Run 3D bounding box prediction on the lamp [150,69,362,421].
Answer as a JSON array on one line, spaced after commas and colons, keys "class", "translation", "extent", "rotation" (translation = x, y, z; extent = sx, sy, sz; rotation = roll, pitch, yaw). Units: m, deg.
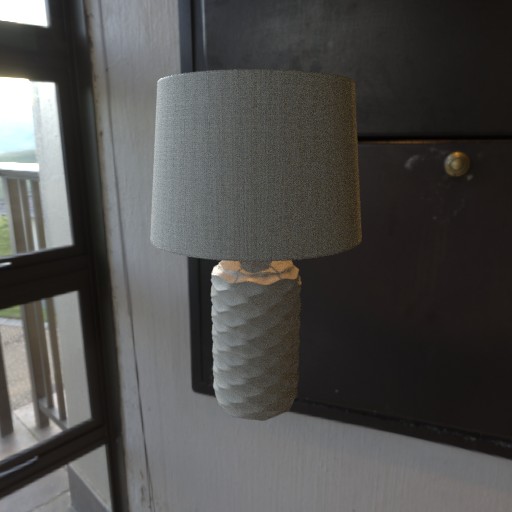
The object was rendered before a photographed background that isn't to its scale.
[{"class": "lamp", "translation": [0.000, 0.000, 0.818], "extent": [0.376, 0.594, 0.376], "rotation": [0, 14, 0]}]
